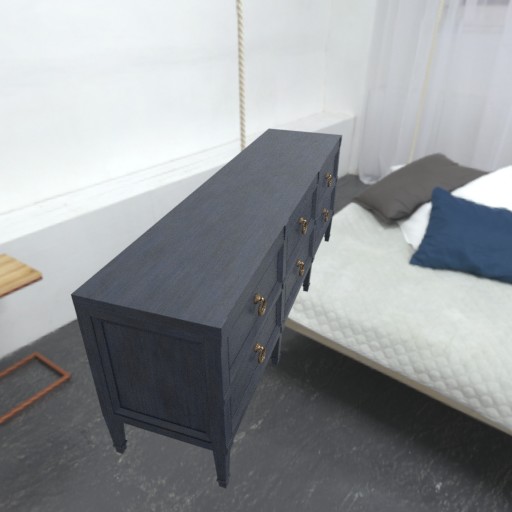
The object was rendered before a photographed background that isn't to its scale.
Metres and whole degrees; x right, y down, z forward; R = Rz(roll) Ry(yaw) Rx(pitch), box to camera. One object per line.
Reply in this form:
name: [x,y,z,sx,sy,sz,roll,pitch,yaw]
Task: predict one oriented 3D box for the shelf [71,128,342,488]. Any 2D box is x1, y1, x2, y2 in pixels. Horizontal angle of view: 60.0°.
shelf: [0.000,0.000,2.139,0.471,0.715,1.878,10,32,16]
